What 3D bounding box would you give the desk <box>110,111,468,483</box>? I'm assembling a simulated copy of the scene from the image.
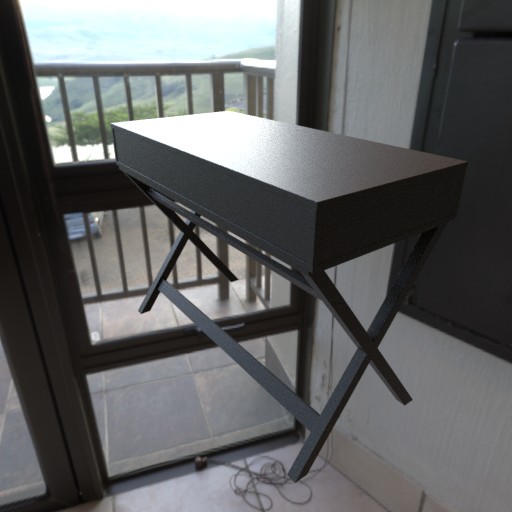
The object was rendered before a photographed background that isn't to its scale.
[{"bbox_3d":[0.000,0.000,1.497,0.504,0.780,1.057,-18,31,-32],"label":"desk"}]
